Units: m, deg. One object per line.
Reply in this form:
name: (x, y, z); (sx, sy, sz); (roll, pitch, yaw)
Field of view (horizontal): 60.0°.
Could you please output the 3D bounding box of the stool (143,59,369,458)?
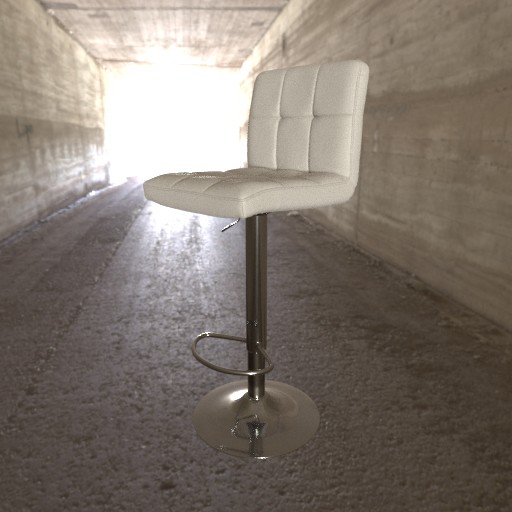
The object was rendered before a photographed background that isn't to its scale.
stool: (0.000, 0.000, 1.343); (0.505, 1.115, 0.430); (-15, 22, -43)
